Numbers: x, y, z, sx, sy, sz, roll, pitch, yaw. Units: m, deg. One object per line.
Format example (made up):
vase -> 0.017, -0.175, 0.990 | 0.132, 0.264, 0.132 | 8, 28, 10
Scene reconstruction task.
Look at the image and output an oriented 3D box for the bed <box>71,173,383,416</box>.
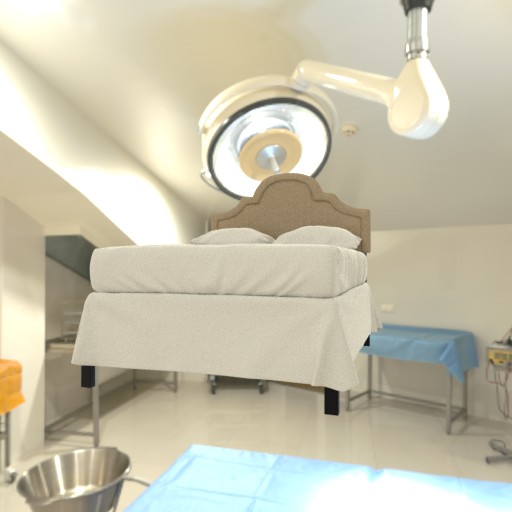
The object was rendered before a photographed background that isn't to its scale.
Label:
bed -> 0.000, 0.000, 3.421 | 1.780, 1.634, 2.222 | 0, -1, 19
